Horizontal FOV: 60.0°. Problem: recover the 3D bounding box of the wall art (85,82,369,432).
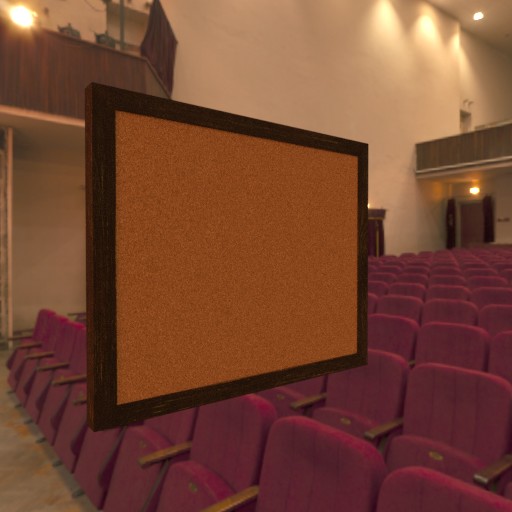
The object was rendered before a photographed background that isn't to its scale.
[{"bbox_3d":[0.000,0.000,0.760,0.558,0.457,0.032,-1,1,-37],"label":"wall art"}]
